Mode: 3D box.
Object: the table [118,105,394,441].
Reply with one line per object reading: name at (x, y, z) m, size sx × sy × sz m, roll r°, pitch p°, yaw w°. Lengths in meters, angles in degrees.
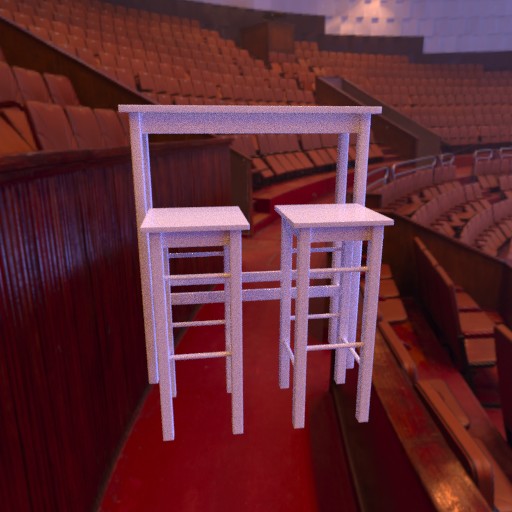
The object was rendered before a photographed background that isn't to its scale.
table at (0.000, 0.000, 1.656) m, size 0.915 × 1.065 × 0.650 m, roll -2°, pitch 16°, yaw -8°
